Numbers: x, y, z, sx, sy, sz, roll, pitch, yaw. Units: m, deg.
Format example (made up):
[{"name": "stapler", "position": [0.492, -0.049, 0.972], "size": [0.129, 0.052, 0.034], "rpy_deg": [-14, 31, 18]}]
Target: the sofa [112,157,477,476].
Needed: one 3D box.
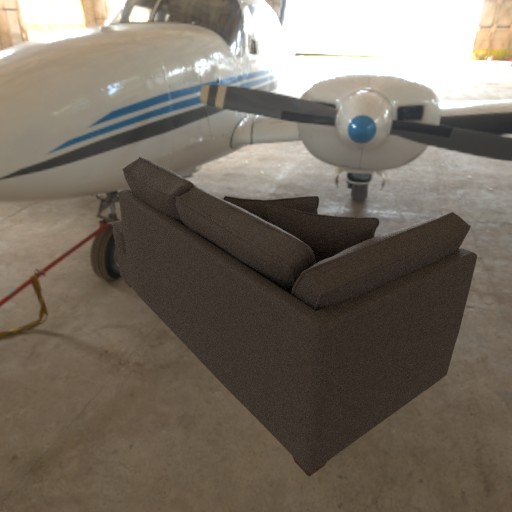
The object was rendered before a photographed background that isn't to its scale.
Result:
[{"name": "sofa", "position": [0.000, 0.000, 2.794], "size": [1.110, 1.033, 2.237], "rpy_deg": [-18, 31, -32]}]
